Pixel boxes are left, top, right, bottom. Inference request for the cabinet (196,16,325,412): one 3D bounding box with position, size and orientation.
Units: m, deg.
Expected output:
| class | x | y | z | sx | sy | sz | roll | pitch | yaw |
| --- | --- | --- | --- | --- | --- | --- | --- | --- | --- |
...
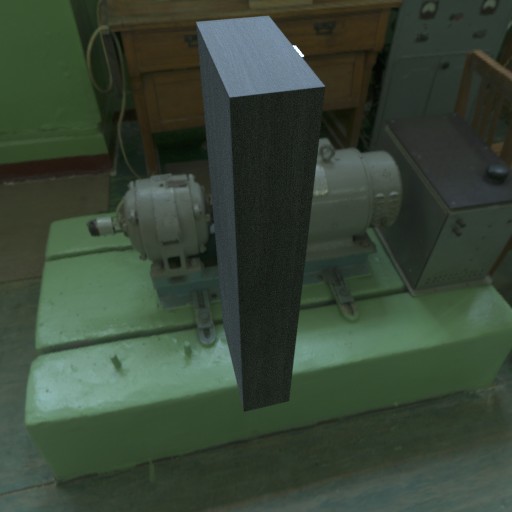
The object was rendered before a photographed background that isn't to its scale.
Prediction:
| class | x | y | z | sx | sy | sz | roll | pitch | yaw |
| --- | --- | --- | --- | --- | --- | --- | --- | --- | --- |
| cabinet | 0.000 | 0.000 | 1.806 | 0.255 | 1.630 | 0.520 | -10 | 47 | -10 |
